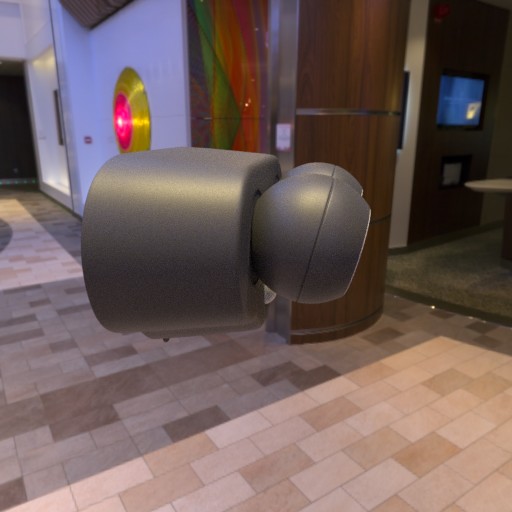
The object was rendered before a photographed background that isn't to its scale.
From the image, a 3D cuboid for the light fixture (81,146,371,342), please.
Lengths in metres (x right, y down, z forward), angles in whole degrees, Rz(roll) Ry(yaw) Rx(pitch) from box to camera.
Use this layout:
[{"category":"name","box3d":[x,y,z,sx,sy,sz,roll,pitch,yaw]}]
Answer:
[{"category":"light fixture","box3d":[0.000,0.000,0.343,0.159,0.159,0.229,3,16,10]}]
